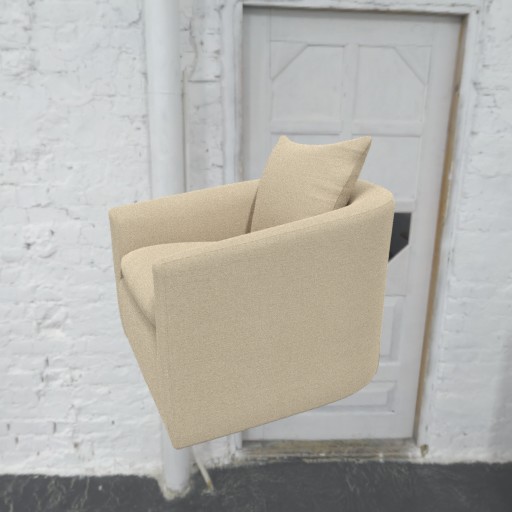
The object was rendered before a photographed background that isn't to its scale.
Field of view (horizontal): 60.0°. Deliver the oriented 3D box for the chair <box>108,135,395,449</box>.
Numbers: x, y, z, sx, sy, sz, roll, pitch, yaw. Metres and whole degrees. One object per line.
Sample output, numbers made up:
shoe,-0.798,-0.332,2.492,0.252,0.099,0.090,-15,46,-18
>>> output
chair,0.000,0.000,1.619,0.910,0.848,0.845,-7,18,-24
